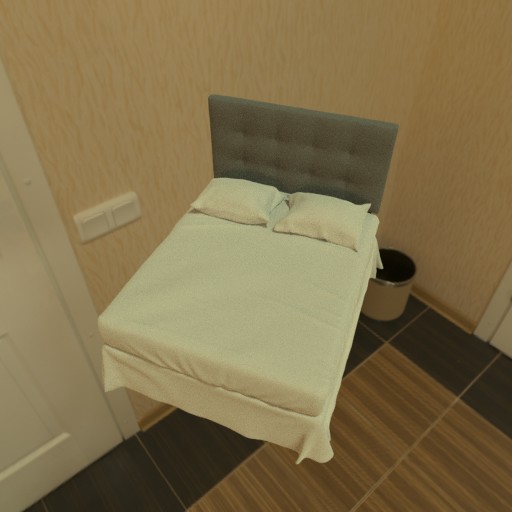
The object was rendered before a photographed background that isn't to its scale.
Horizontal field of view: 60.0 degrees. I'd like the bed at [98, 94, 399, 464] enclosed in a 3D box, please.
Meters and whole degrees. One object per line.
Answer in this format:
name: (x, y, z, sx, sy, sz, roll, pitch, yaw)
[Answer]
bed: (0.000, 0.000, 3.490, 1.936, 1.577, 2.222, 15, 45, 15)
